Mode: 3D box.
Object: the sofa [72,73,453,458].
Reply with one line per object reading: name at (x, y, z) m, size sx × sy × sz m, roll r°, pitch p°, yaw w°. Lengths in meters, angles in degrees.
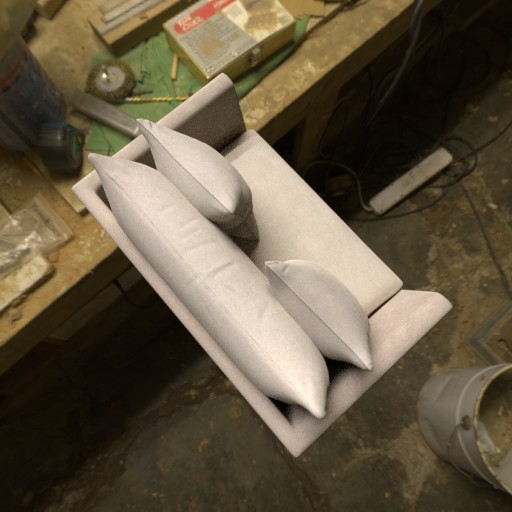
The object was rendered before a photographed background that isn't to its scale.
sofa at (0.000, 0.000, 2.257) m, size 1.035 × 1.040 × 1.608 m, roll -41°, pitch 80°, yaw -9°
